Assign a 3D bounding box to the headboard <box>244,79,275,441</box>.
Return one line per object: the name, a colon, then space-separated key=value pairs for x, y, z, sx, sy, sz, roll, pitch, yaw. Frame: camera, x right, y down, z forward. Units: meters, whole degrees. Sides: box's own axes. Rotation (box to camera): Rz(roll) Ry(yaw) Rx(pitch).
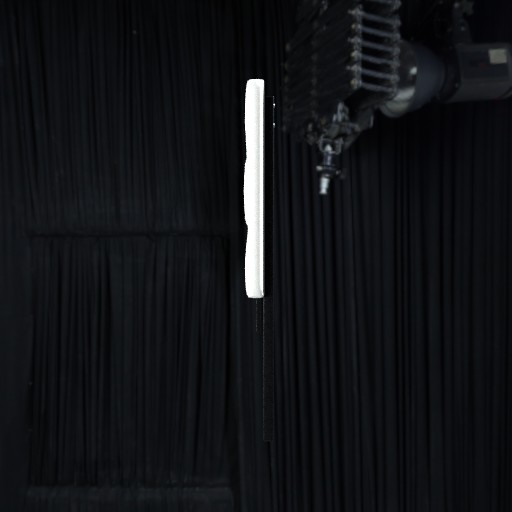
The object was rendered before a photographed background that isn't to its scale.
headboard: x=0.000 y=0.000 z=2.882 sx=0.120 sy=1.410 sz=2.362 roll=0 pitch=1 yaw=-1
